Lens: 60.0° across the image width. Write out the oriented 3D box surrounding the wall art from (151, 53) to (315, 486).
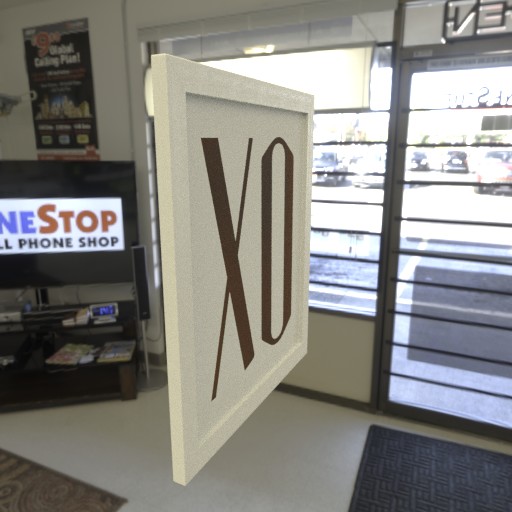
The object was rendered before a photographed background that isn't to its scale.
[{"bbox_3d":[0.000,0.000,0.723,0.020,0.536,0.444,7,16,27],"label":"wall art"}]
